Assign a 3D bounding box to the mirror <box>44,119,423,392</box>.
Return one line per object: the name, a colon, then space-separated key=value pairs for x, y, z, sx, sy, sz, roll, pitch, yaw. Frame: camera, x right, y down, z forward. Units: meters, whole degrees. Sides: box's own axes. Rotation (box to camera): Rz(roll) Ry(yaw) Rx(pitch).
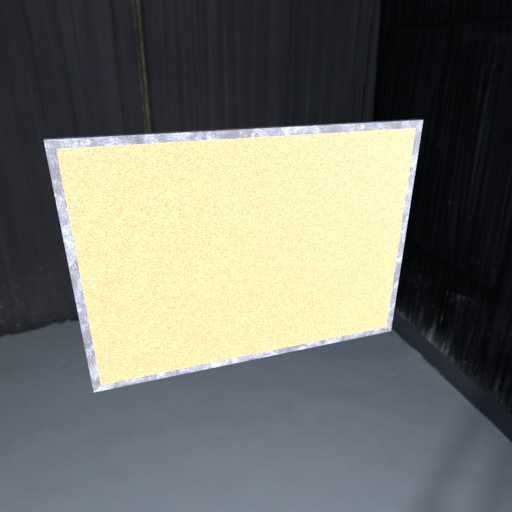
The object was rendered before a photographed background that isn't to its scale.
mirror: x=0.000 y=0.000 z=1.417 sx=1.101 sy=0.795 sz=0.022 roll=-8 pitch=26 yaw=-16
